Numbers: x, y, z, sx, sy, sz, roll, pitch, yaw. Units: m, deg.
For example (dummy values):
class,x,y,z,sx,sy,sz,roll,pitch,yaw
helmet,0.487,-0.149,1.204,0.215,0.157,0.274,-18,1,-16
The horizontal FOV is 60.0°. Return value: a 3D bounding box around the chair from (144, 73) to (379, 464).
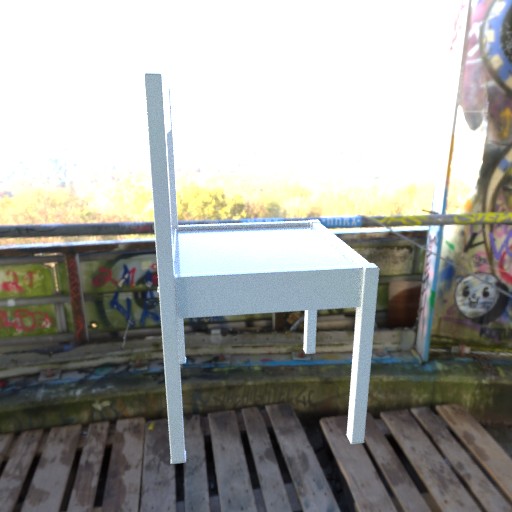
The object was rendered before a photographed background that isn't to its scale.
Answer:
class,x,y,z,sx,sy,sz,roll,pitch,yaw
chair,0.000,0.000,0.694,0.285,0.505,0.285,-3,18,-8
